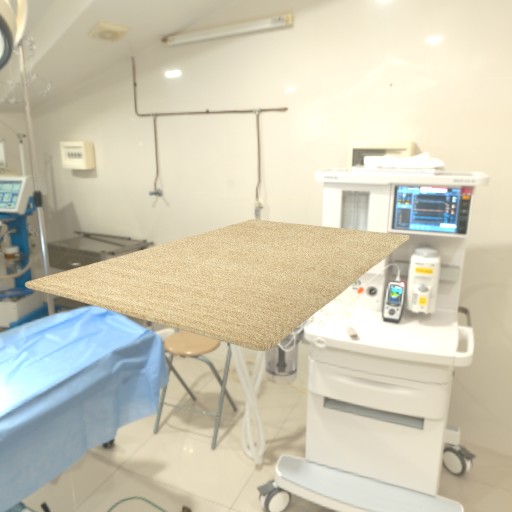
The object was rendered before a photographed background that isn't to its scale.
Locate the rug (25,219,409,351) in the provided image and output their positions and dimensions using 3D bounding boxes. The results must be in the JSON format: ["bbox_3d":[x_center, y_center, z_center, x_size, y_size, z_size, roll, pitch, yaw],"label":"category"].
[{"bbox_3d":[0.000,0.000,2.970,1.500,0.025,2.349,9,17,30],"label":"rug"}]
